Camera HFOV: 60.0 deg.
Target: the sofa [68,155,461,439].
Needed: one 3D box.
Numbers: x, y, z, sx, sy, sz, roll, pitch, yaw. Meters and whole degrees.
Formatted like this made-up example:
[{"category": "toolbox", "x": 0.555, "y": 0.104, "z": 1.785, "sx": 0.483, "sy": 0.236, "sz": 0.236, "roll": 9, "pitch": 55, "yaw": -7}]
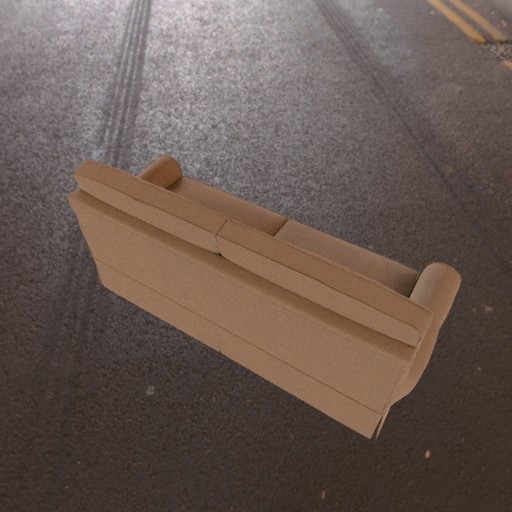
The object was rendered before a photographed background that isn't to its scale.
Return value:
[{"category": "sofa", "x": 0.000, "y": 0.000, "z": 2.732, "sx": 2.246, "sy": 1.014, "sz": 0.900, "roll": 25, "pitch": 51, "yaw": 22}]
